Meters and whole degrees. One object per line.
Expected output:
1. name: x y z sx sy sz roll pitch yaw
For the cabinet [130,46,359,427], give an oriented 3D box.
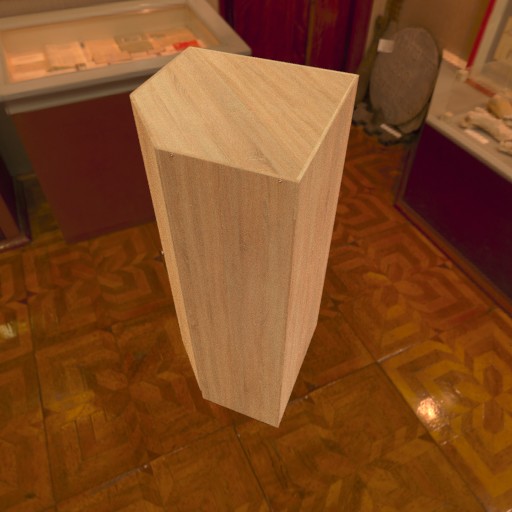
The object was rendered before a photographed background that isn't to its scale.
1. cabinet: 0.000 0.000 2.788 1.094 2.120 1.327 -17 49 -16
